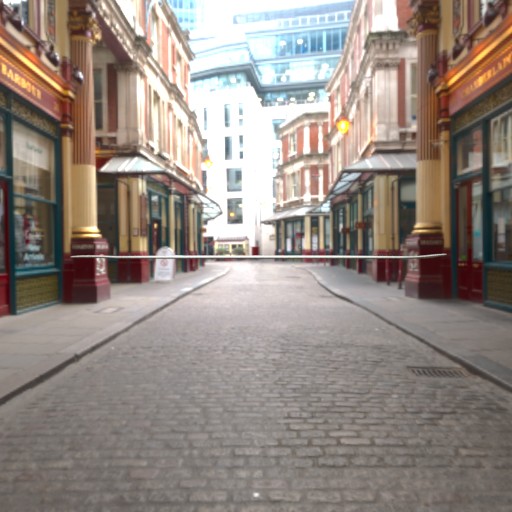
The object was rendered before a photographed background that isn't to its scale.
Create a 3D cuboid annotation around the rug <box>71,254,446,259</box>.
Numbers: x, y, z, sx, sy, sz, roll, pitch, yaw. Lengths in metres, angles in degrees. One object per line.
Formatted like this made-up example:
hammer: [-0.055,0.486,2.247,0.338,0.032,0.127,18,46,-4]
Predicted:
rug: [0.000,0.000,2.988,1.518,0.023,2.434,0,0,-1]
